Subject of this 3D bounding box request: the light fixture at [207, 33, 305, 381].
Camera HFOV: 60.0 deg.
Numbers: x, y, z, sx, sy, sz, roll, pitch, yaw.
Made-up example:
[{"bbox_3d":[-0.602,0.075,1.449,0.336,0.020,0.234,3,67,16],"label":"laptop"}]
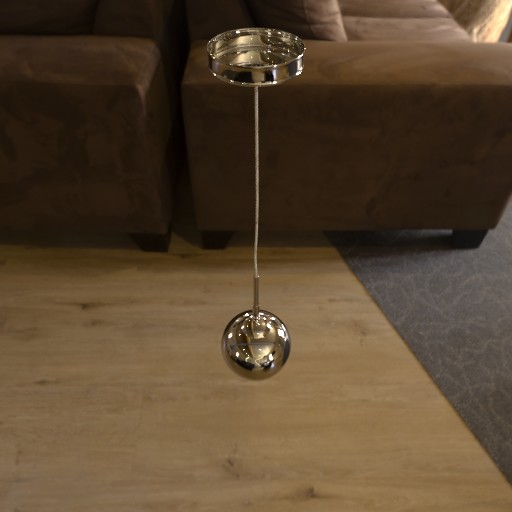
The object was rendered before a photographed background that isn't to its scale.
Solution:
[{"bbox_3d":[0.000,0.000,1.677,0.336,1.538,0.336,11,47,11],"label":"light fixture"}]
